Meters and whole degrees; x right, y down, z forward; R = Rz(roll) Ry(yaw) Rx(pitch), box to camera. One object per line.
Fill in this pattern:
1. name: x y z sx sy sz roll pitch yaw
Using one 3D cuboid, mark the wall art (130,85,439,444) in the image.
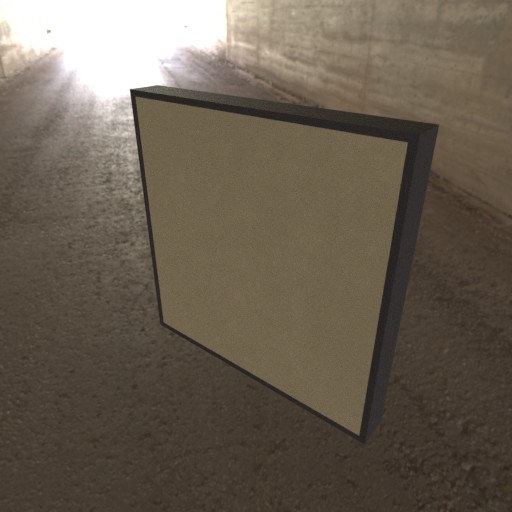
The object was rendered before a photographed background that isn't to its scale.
1. wall art: 0.000 0.000 0.455 0.302 0.300 0.036 21 35 33
